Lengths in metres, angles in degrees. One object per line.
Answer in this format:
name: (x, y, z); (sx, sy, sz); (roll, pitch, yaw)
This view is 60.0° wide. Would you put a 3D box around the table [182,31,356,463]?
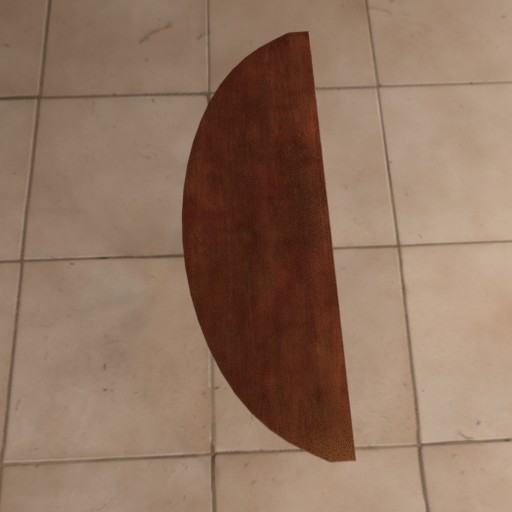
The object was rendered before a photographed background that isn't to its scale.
table: (0.000, 0.000, 1.516); (0.394, 0.699, 1.198); (-3, 75, -1)
